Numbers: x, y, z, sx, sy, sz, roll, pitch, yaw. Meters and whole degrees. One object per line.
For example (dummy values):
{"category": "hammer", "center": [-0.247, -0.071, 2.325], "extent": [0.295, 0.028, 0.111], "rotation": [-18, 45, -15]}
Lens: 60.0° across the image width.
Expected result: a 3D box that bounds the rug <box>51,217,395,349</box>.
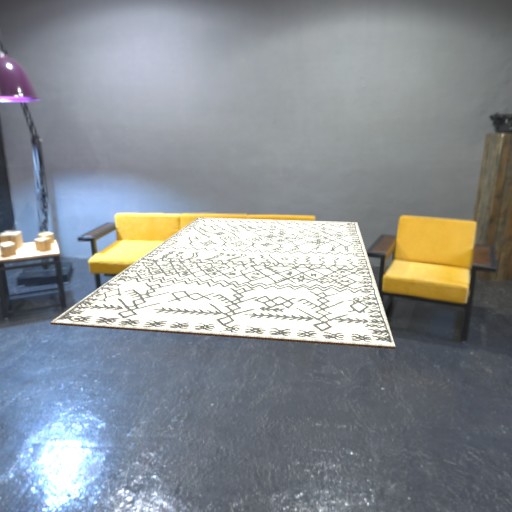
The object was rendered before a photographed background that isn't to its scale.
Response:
{"category": "rug", "center": [0.000, 0.000, 3.069], "extent": [1.526, 0.012, 2.444], "rotation": [2, 17, 8]}
